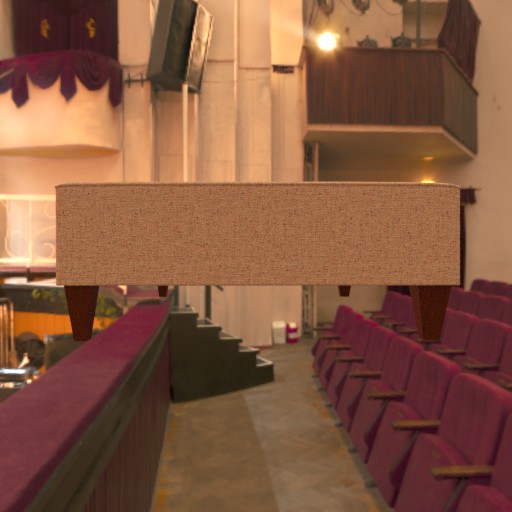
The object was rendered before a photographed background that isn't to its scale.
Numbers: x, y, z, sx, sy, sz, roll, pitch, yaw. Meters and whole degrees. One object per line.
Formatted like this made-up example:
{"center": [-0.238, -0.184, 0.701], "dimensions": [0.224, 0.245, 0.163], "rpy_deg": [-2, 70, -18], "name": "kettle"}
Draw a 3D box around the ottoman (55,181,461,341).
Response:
{"center": [0.000, 0.000, 1.213], "dimensions": [0.736, 0.303, 0.835], "rpy_deg": [0, 1, -1], "name": "ottoman"}
